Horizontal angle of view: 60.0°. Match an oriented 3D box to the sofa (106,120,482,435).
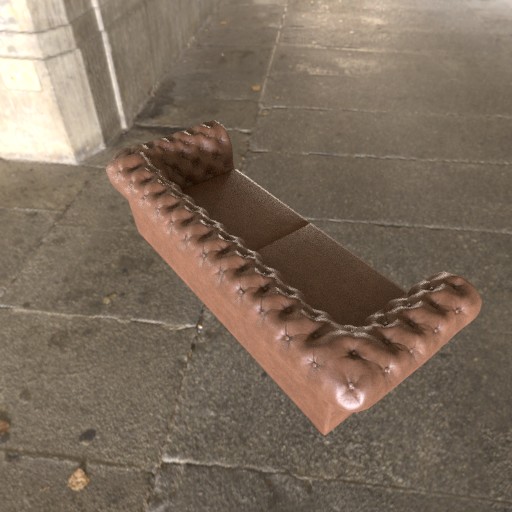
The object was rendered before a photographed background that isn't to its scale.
[{"bbox_3d":[0.000,0.000,2.789,0.944,0.783,2.385,-28,49,-27],"label":"sofa"}]
